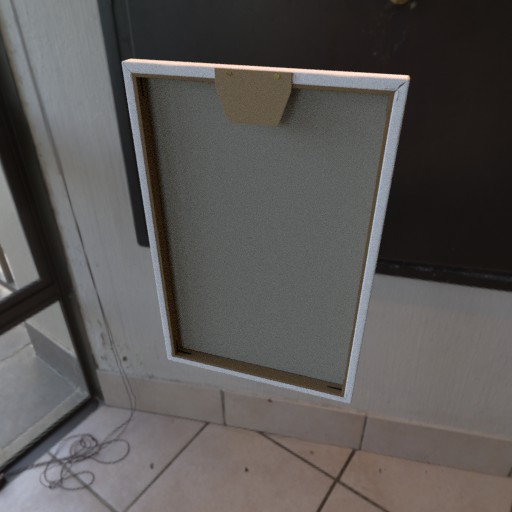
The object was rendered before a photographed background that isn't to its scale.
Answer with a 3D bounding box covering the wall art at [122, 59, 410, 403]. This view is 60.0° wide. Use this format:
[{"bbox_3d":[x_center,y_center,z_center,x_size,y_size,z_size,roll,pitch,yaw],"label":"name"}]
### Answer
[{"bbox_3d":[0.000,0.000,1.153,0.602,0.916,0.048,10,35,14],"label":"wall art"}]
